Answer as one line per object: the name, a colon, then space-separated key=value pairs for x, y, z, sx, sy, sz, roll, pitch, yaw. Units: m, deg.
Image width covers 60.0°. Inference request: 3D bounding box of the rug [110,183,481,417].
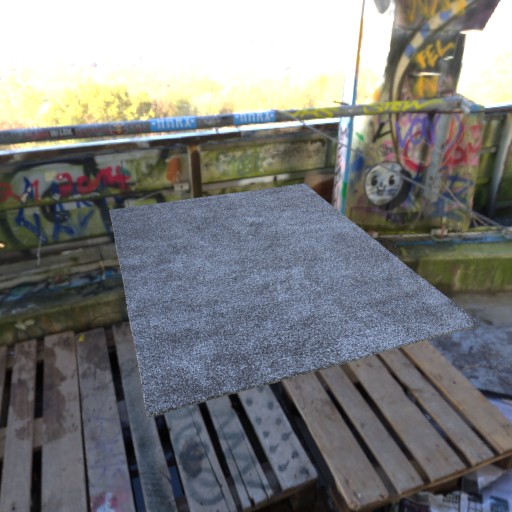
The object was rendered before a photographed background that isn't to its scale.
rug: x=0.000 y=0.000 z=4.090 sx=2.401 sy=0.025 sz=3.000 roll=-10 pitch=32 yaw=-17
